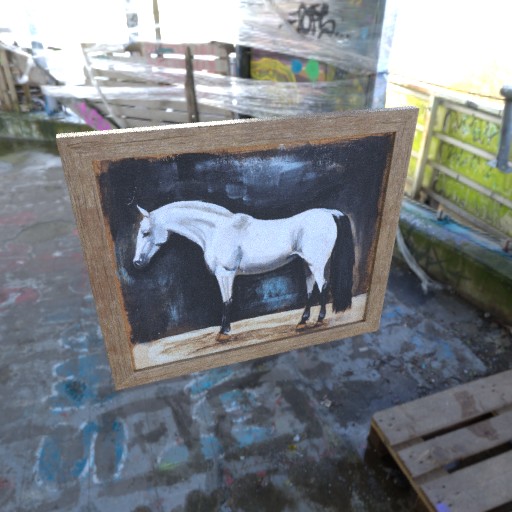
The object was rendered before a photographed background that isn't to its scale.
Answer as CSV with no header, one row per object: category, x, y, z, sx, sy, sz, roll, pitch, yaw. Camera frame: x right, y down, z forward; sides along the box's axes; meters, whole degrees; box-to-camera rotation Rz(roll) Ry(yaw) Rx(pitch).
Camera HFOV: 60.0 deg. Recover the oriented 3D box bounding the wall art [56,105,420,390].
wall art,0.000,0.000,0.971,0.690,0.588,0.026,-9,33,-15
